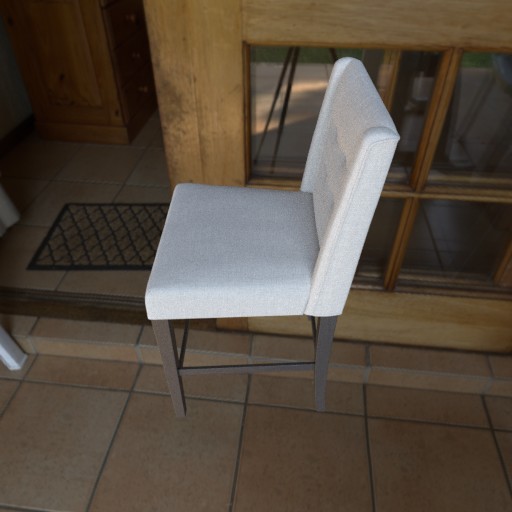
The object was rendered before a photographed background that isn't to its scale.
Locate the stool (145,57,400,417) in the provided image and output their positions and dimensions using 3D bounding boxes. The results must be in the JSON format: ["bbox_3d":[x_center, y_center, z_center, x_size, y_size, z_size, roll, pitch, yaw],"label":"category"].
[{"bbox_3d":[0.000,0.000,1.227,0.509,0.939,0.474,0,41,1],"label":"stool"}]
